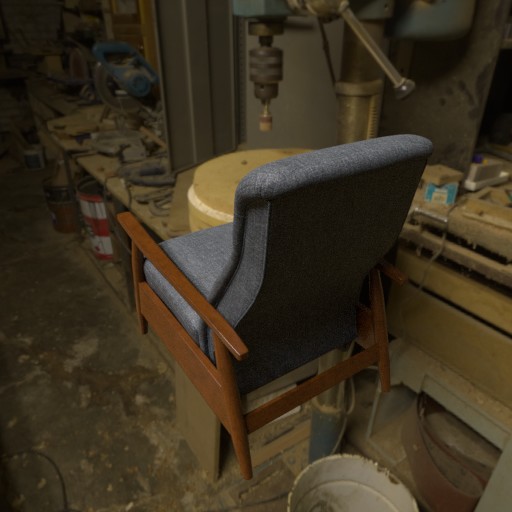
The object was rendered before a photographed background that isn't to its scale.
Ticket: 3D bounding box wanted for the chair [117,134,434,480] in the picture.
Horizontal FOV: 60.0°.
[{"bbox_3d":[0.000,0.000,1.768,0.762,1.082,1.030,-19,34,-29],"label":"chair"}]
